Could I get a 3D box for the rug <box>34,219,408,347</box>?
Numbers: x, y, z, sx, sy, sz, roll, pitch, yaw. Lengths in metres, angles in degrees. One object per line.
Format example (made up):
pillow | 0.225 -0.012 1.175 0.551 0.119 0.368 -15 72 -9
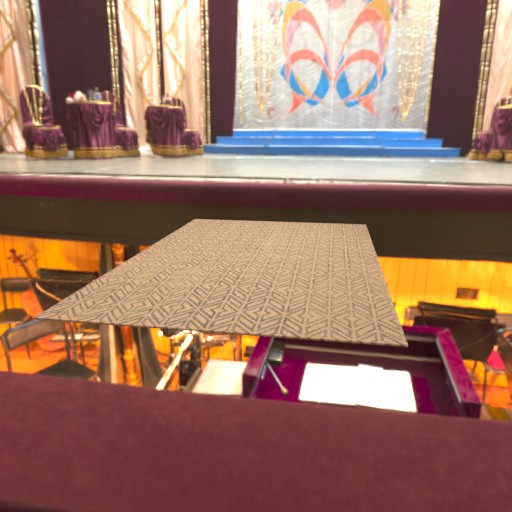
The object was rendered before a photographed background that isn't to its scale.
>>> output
rug | 0.000 0.000 2.272 1.220 0.008 1.824 3 16 9
